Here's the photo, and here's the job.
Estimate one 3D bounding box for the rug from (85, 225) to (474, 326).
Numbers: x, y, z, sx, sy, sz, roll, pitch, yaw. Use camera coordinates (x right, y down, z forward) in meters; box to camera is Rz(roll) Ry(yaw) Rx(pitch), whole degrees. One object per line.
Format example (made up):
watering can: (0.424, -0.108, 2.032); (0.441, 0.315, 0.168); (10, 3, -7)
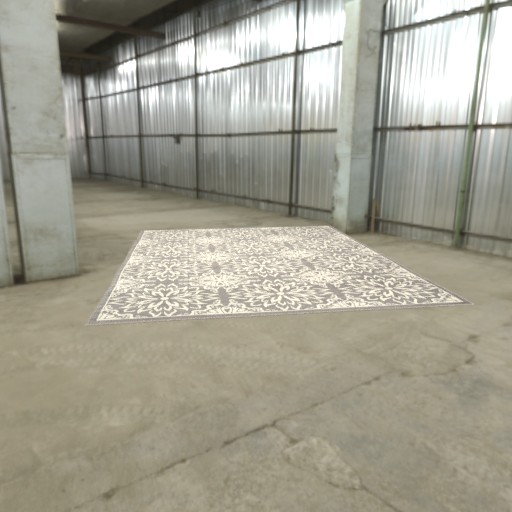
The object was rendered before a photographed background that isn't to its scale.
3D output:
rug: (0.000, 0.000, 4.070); (2.363, 0.012, 2.980); (-2, 14, -8)
